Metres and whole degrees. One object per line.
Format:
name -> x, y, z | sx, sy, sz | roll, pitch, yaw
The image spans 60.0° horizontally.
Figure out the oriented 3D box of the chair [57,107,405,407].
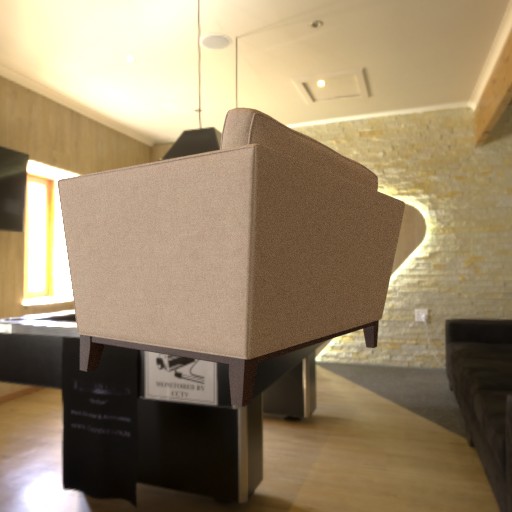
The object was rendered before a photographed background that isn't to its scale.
chair -> 0.000, 0.000, 2.045 | 0.965, 0.940, 1.397 | -1, -1, 35
